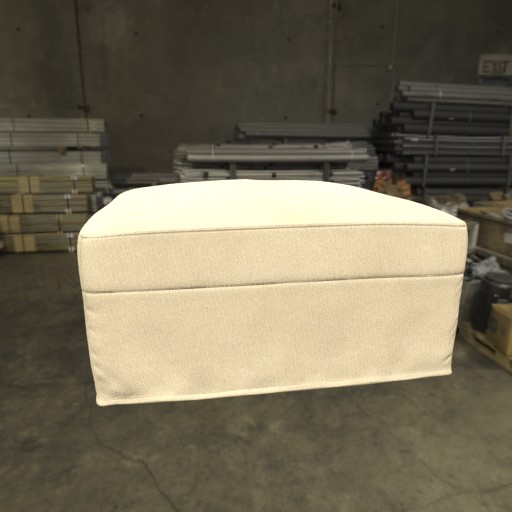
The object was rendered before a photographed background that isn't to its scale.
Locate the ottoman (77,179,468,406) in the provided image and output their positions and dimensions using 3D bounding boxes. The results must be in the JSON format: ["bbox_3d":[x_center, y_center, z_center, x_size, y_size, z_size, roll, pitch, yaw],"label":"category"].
[{"bbox_3d":[0.000,0.000,1.326,0.843,0.441,0.842,-2,14,-9],"label":"ottoman"}]
